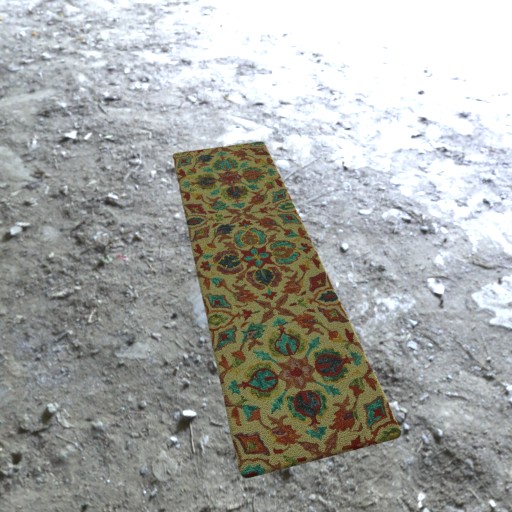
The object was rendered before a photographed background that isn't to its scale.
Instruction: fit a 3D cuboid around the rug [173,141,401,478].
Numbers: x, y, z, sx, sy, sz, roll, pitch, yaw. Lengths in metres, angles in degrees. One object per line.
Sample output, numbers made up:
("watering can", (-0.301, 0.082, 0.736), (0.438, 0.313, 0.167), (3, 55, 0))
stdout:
("rug", (0.000, 0.000, 2.520), (0.693, 0.016, 2.273), (-10, 48, -10))
